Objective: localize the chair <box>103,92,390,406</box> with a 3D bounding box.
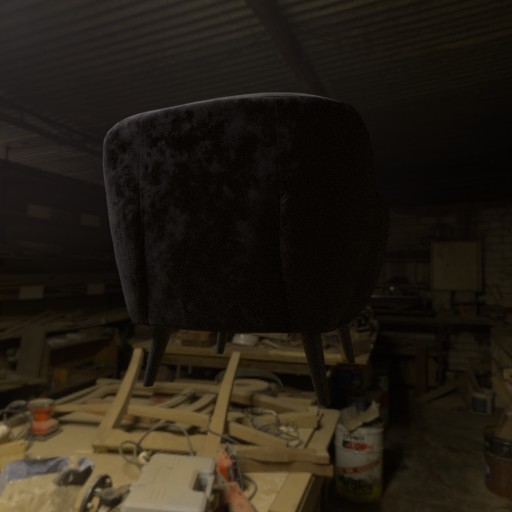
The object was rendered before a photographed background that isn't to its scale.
[{"bbox_3d":[0.000,0.000,1.503,0.840,0.807,0.819,0,-1,20],"label":"chair"}]
